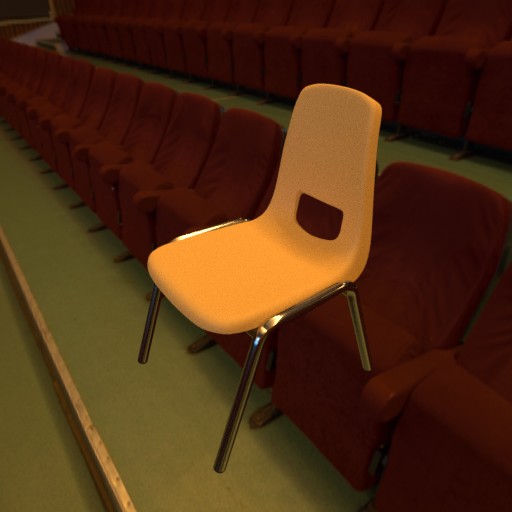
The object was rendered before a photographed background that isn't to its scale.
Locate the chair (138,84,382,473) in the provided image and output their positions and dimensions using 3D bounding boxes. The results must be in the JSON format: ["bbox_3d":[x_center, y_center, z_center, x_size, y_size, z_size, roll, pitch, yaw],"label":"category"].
[{"bbox_3d":[0.000,0.000,0.858,0.423,0.586,0.354,-20,36,-31],"label":"chair"}]
